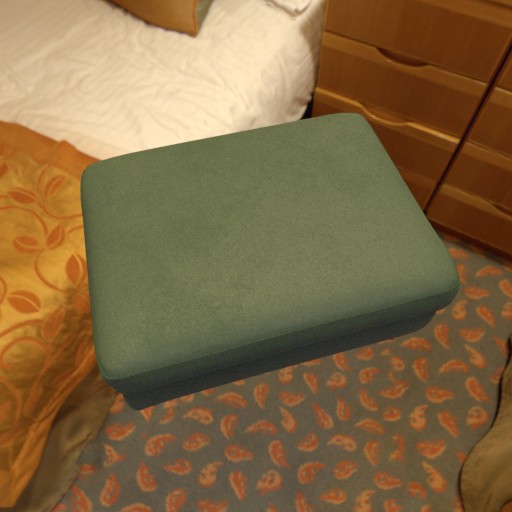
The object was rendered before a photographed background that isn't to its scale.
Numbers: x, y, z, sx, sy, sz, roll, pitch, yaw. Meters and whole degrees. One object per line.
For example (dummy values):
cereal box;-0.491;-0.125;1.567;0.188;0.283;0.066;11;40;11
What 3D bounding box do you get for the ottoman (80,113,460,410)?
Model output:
ottoman;0.000;0.000;1.185;0.811;0.449;0.608;-13;59;-8
